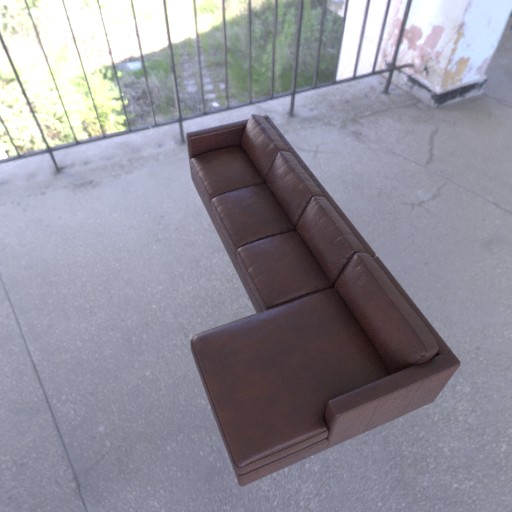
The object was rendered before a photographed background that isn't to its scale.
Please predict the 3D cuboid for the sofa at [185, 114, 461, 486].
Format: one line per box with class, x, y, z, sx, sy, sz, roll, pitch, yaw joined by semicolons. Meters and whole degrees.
sofa;0.000;0.000;3.860;1.581;0.883;3.203;-17;51;-14
